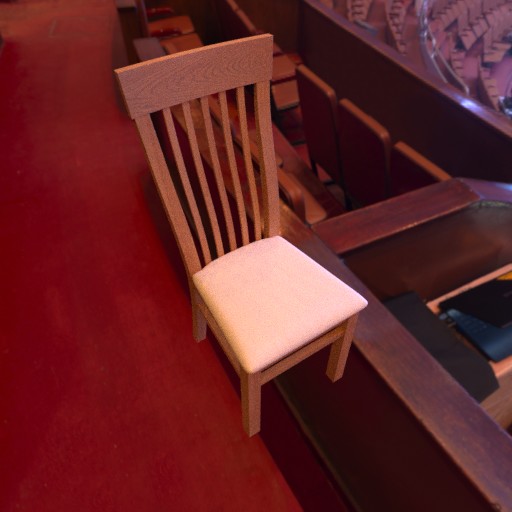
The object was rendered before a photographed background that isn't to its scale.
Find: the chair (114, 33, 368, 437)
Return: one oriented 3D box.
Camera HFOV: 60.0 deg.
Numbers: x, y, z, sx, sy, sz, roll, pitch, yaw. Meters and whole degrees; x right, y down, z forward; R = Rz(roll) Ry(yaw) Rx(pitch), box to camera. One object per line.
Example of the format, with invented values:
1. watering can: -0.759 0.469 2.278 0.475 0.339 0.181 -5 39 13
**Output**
1. chair: 0.000 0.000 1.357 0.450 1.050 0.580 -25 50 -23
